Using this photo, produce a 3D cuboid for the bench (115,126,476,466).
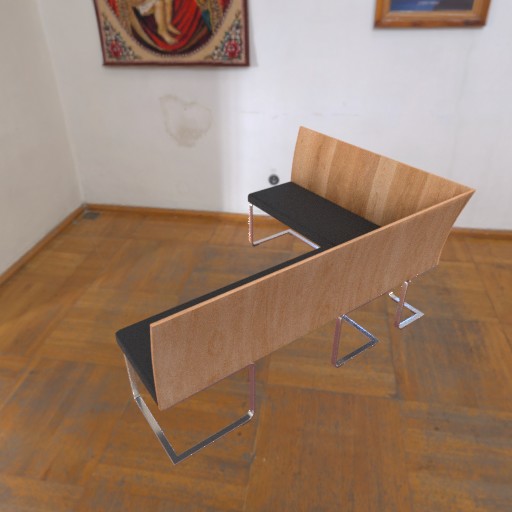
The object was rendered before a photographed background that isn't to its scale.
[{"bbox_3d":[0.000,0.000,2.750,1.945,0.930,1.495,-21,38,-29],"label":"bench"}]
